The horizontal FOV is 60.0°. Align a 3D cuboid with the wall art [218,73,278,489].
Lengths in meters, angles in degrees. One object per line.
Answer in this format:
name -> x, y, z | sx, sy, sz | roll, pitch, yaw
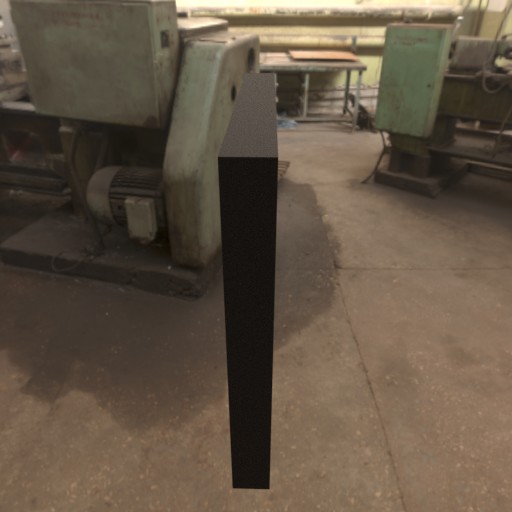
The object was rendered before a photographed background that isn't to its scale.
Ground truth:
wall art -> 0.000, 0.000, 0.451 | 0.033, 0.304, 0.305 | 1, 30, 1
